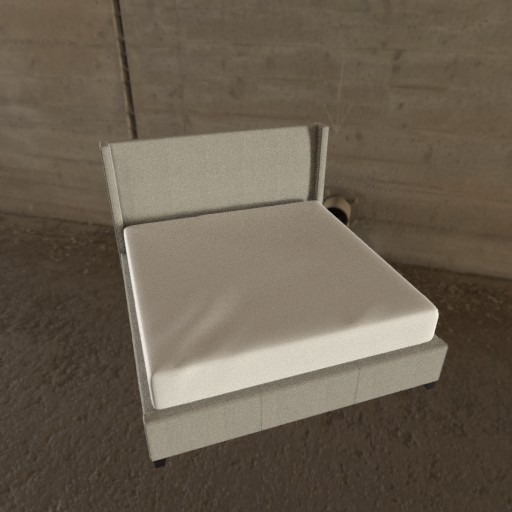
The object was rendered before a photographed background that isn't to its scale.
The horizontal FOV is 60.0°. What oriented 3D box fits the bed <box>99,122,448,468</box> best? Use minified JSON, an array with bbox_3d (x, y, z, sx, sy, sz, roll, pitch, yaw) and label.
[{"bbox_3d":[0.000,0.000,3.621,2.140,1.470,2.280,-10,32,-16],"label":"bed"}]
